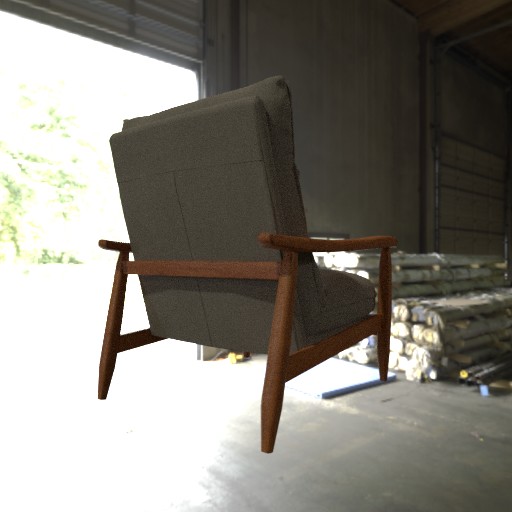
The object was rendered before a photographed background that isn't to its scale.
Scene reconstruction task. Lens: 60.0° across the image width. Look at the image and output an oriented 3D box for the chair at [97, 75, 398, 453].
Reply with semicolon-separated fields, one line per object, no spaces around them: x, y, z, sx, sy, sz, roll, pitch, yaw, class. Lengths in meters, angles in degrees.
0.000;0.000;1.541;0.782;0.922;0.816;0;0;36;chair
